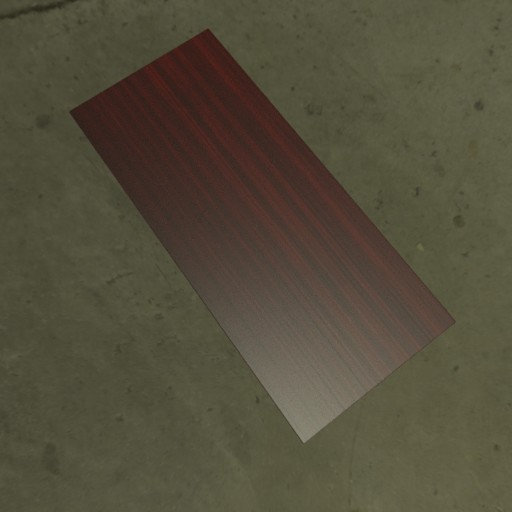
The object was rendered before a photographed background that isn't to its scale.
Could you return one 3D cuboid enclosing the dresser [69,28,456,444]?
[{"bbox_3d":[0.000,0.000,1.164,0.360,0.720,0.750,-35,78,-9],"label":"dresser"}]
